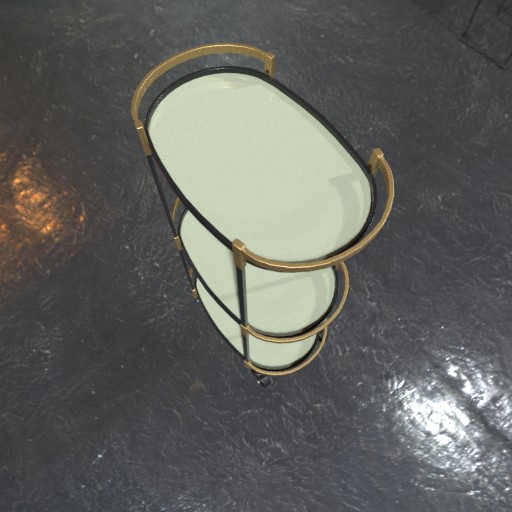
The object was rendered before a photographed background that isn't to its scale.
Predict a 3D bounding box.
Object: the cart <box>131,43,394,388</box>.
[{"bbox_3d":[0.000,0.000,1.141,0.311,0.885,0.515,-34,68,-16],"label":"cart"}]
